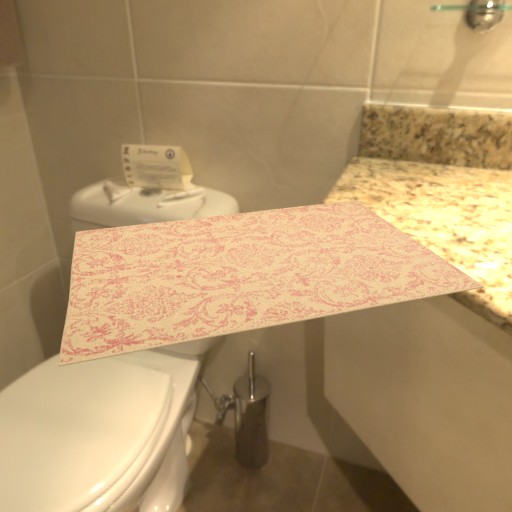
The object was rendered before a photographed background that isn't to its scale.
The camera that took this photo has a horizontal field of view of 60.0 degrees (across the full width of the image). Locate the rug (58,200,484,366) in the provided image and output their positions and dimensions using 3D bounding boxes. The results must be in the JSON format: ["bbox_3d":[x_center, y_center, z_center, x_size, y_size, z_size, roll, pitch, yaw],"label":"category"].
[{"bbox_3d":[0.000,0.000,3.475,2.746,0.018,1.819,-8,28,-15],"label":"rug"}]
